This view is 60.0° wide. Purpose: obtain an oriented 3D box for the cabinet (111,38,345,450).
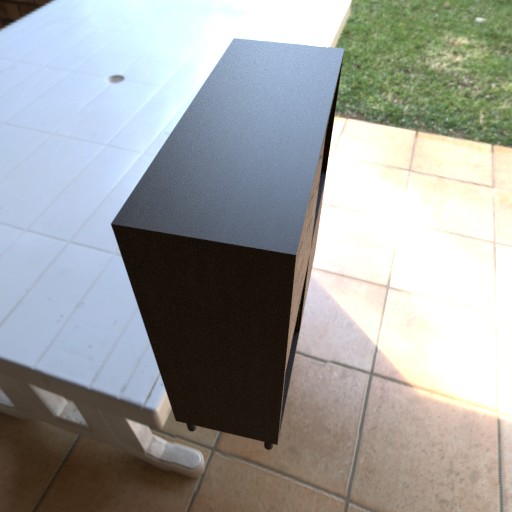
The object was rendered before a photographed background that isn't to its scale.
[{"bbox_3d":[0.000,0.000,1.675,0.400,1.170,1.010,10,48,9],"label":"cabinet"}]
